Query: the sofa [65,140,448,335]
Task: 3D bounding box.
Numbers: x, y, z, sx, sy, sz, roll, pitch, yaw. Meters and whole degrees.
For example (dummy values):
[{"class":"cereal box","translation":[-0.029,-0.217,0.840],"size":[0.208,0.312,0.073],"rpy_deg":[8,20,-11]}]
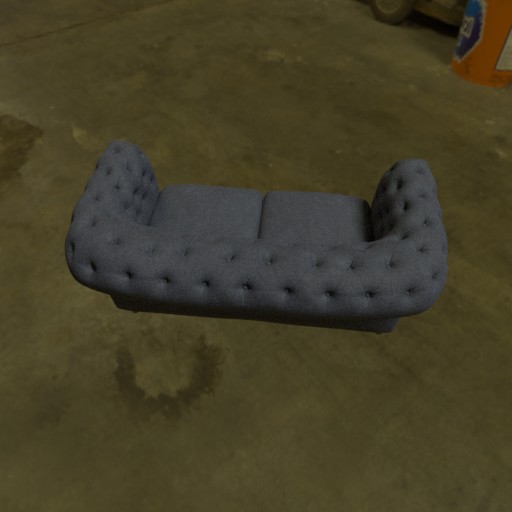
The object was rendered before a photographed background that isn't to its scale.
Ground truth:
[{"class":"sofa","translation":[0.000,0.000,2.572],"size":[1.988,0.833,1.082],"rpy_deg":[4,48,4]}]
